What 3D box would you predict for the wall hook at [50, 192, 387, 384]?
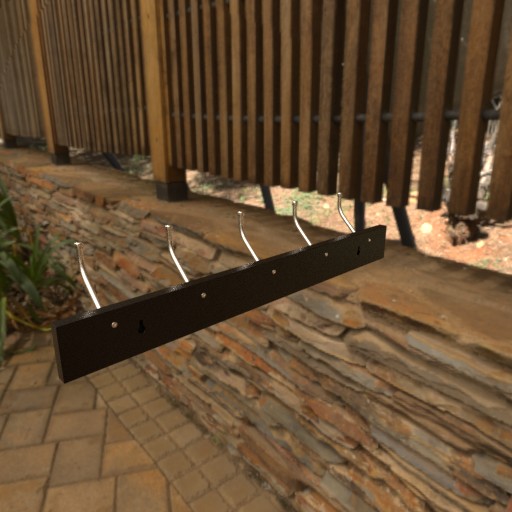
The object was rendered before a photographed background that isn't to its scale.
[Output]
[{"bbox_3d":[0.000,0.000,0.617,0.571,0.117,0.071,-16,23,-41],"label":"wall hook"}]
